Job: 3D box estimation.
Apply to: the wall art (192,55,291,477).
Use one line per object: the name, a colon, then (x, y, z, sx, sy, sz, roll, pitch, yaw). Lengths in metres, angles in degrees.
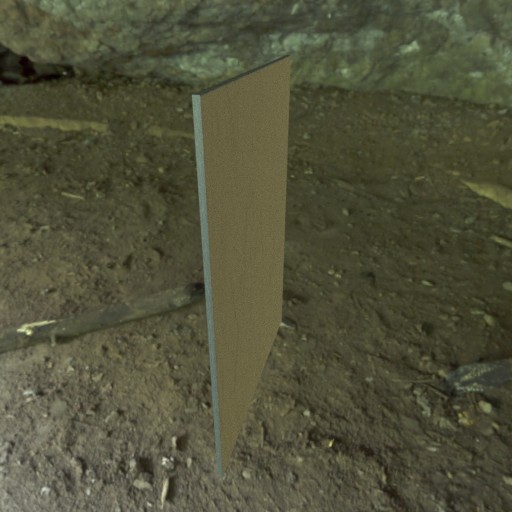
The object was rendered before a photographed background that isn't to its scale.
wall art: (0.000, 0.000, 1.427, 0.016, 1.116, 0.810, 8, 30, 14)
